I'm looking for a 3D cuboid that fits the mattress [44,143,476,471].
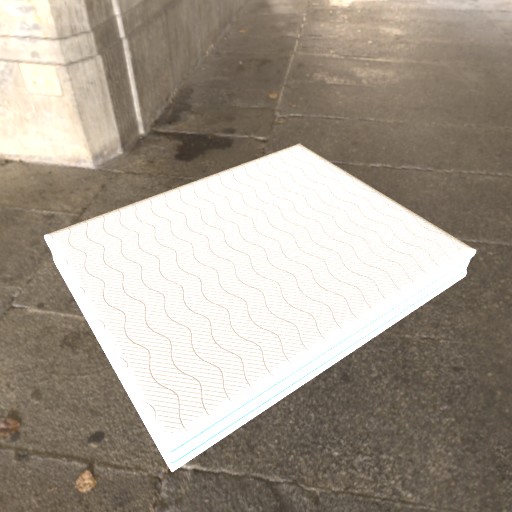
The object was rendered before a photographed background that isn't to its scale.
[{"bbox_3d":[0.000,0.000,2.684,2.000,0.230,1.600,-25,48,-26],"label":"mattress"}]
